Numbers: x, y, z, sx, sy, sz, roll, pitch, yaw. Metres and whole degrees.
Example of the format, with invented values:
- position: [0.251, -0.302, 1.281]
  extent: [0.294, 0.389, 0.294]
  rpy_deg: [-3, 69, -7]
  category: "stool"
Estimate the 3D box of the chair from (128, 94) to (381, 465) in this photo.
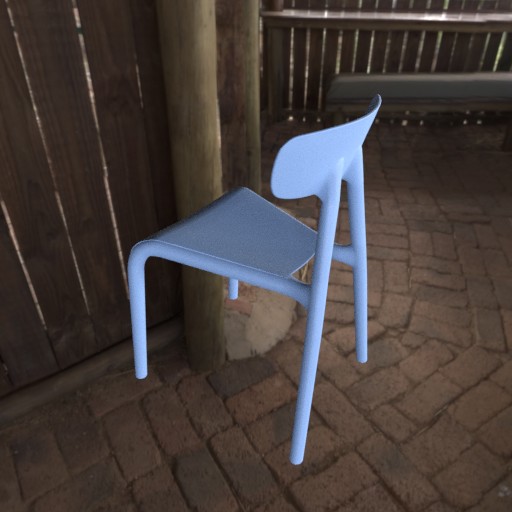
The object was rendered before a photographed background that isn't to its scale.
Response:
- position: [0.000, 0.000, 0.836]
  extent: [0.401, 0.580, 0.356]
  rpy_deg: [20, 38, 28]
  category: "chair"
